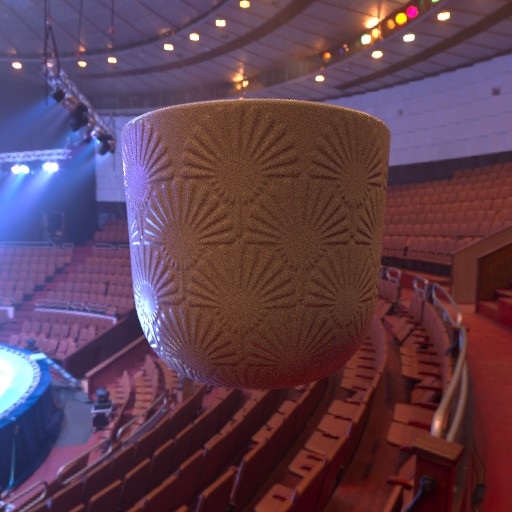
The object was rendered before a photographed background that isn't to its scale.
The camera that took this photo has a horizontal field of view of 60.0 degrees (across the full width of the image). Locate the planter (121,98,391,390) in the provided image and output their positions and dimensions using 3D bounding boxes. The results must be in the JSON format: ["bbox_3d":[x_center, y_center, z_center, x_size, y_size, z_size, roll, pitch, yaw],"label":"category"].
[{"bbox_3d":[0.000,0.000,0.293,0.170,0.152,0.170,0,1,0],"label":"planter"}]
